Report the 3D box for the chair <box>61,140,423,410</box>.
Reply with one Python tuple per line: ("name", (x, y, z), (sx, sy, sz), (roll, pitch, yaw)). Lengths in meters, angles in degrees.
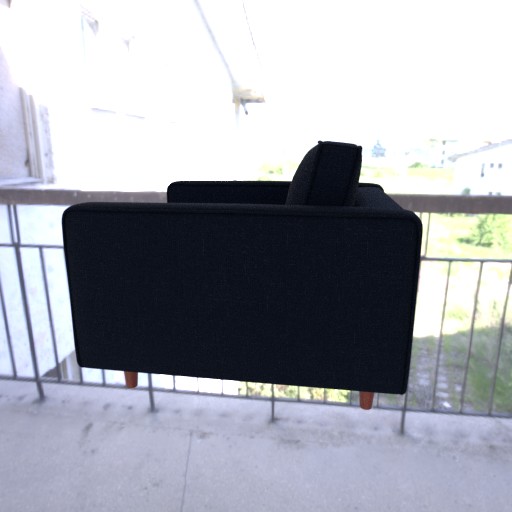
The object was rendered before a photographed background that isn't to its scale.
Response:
("chair", (0.000, 0.000, 1.533), (0.920, 0.770, 0.899), (2, 14, 9))
